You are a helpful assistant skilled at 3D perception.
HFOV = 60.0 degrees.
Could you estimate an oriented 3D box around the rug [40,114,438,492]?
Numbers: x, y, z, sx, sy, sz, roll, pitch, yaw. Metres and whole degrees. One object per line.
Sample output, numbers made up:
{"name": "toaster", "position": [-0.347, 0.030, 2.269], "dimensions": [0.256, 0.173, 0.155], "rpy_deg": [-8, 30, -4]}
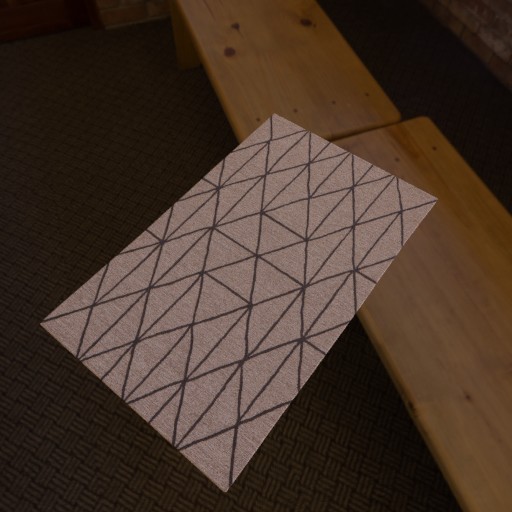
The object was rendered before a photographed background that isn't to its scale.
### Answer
{"name": "rug", "position": [0.000, 0.000, 3.049], "dimensions": [1.526, 0.008, 2.465], "rpy_deg": [34, 64, 19]}
